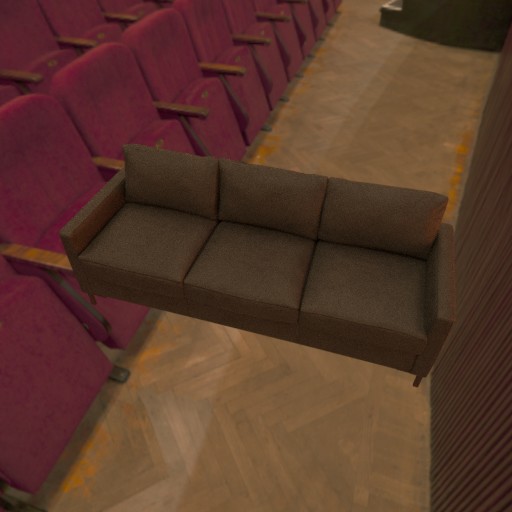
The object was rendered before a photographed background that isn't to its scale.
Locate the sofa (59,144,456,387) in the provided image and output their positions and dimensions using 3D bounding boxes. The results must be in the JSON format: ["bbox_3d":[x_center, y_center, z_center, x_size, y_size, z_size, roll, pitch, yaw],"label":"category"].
[{"bbox_3d":[0.000,0.000,2.463,2.029,0.805,0.748,12,44,12],"label":"sofa"}]
